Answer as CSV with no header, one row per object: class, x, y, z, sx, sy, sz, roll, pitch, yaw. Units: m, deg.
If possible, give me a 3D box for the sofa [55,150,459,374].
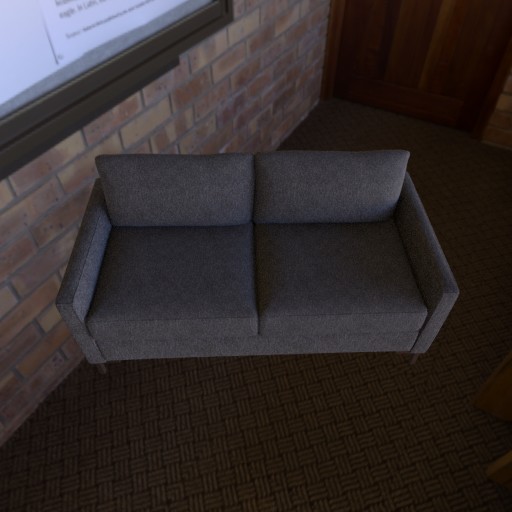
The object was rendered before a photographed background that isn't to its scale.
sofa,0.000,0.000,2.249,1.716,0.862,0.866,-2,48,-1
